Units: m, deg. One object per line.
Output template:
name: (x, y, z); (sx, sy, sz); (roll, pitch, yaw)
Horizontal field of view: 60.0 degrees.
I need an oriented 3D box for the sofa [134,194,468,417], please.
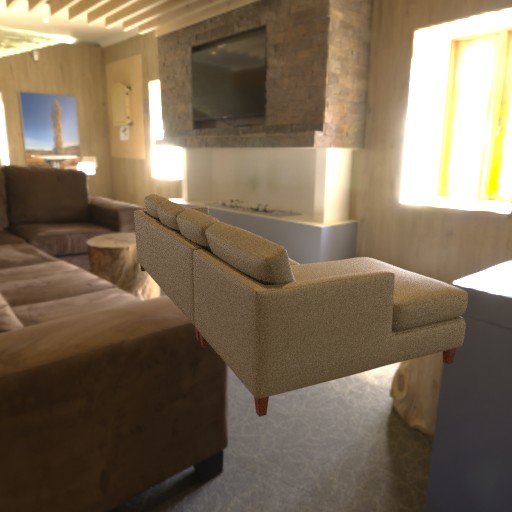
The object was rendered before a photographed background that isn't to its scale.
sofa: (0.000, 0.000, 3.811); (1.502, 0.876, 3.201); (-6, 15, -24)
